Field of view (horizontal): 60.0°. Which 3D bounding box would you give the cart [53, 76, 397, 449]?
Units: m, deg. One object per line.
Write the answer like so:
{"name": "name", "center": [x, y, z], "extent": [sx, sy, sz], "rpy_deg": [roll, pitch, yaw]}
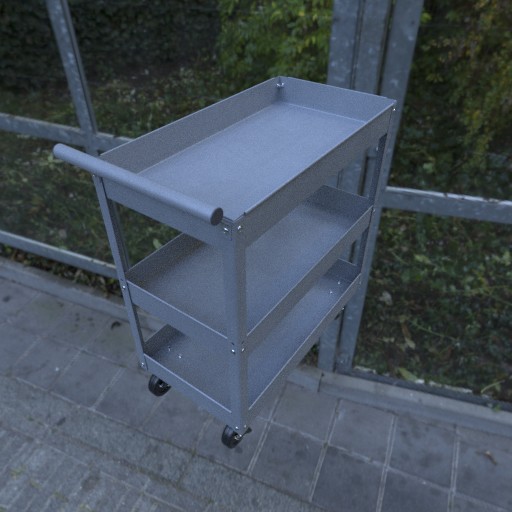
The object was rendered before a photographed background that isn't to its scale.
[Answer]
{"name": "cart", "center": [0.000, 0.000, 1.159], "extent": [0.366, 0.780, 0.719], "rpy_deg": [24, 44, 27]}
